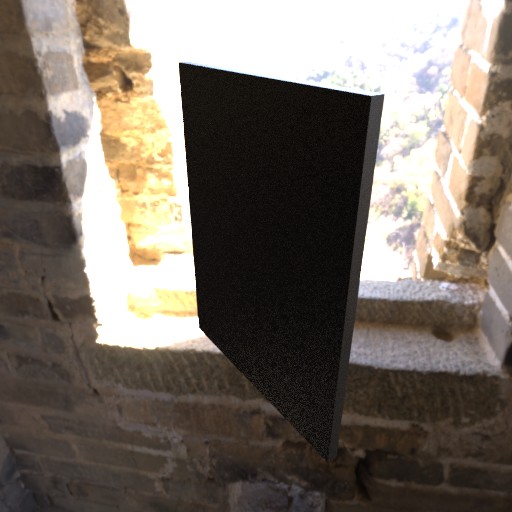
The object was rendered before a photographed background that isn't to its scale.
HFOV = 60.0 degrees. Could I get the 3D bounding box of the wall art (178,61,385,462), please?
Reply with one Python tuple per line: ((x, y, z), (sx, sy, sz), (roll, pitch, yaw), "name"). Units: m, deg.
((0.000, 0.000, 1.389), (0.038, 1.062, 0.806), (-19, 34, -31), "wall art")
